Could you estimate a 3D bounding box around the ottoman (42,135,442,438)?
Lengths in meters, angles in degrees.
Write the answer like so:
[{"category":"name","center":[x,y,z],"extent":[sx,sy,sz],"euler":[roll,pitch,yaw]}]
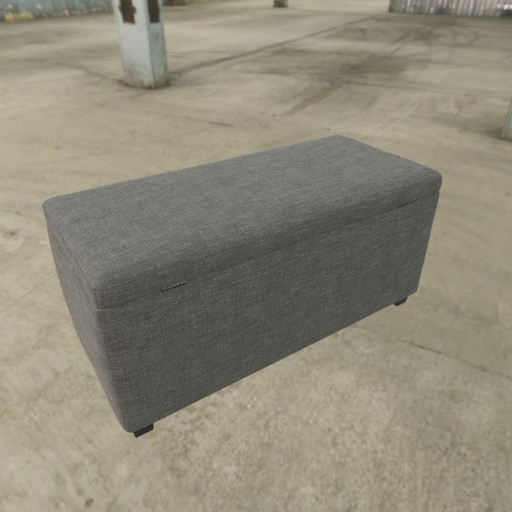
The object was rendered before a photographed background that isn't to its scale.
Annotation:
[{"category":"ottoman","center":[0.000,0.000,1.142],"extent":[0.902,0.432,0.419],"euler":[-19,37,-28]}]
